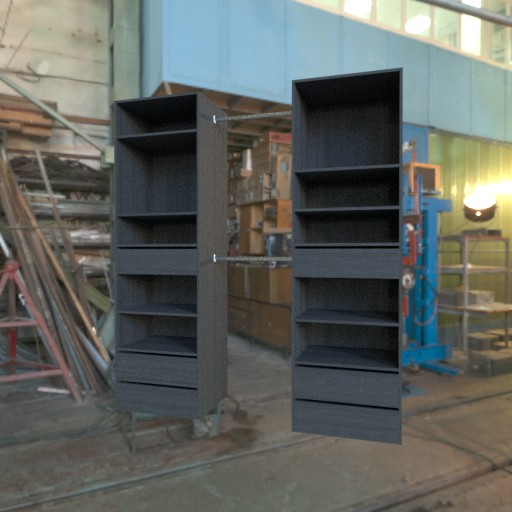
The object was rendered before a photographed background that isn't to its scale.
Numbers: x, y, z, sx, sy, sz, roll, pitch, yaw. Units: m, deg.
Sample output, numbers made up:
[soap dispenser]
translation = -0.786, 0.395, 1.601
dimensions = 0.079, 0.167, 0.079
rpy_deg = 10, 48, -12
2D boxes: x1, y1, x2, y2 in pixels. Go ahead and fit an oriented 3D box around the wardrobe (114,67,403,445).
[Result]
[wardrobe]
translation = 0.000, 0.000, 2.839
dimensions = 1.770, 2.000, 0.480
rpy_deg = 0, 1, 17
